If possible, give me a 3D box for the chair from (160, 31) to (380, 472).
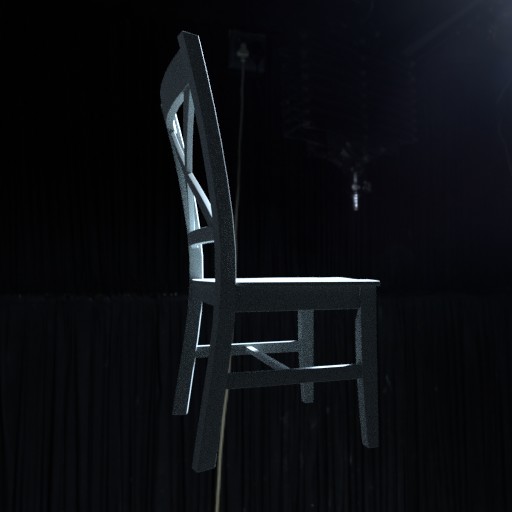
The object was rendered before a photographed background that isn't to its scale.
[{"bbox_3d":[0.000,0.000,1.274,0.542,0.983,0.485,1,-2,-17],"label":"chair"}]
